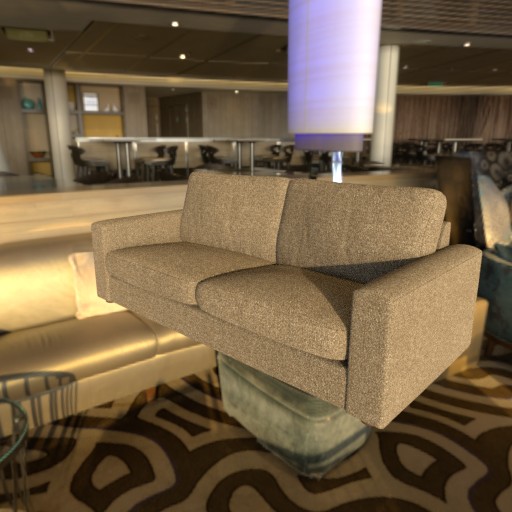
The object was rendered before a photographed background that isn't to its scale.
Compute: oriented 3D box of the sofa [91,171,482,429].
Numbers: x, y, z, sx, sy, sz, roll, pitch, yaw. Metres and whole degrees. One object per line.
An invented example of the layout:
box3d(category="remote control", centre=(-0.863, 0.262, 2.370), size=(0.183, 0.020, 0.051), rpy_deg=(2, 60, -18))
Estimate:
box3d(category="sofa", centre=(0.000, 0.000, 2.612), size=(2.179, 0.873, 1.016), rpy_deg=(13, 20, 41))
